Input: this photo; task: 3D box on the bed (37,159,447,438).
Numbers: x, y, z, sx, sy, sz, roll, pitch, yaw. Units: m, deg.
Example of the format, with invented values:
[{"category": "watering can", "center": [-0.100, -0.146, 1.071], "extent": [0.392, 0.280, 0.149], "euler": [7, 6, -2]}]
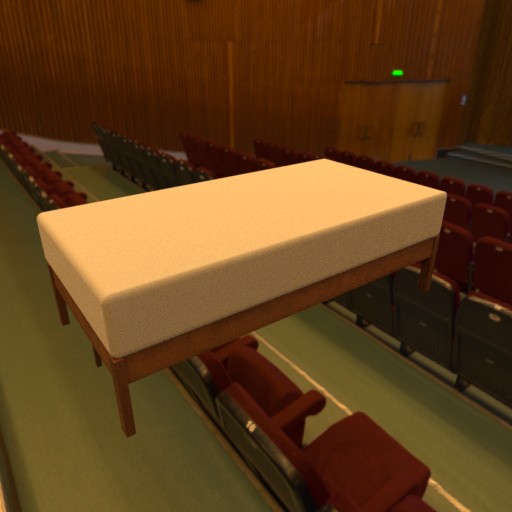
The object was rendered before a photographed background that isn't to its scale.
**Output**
[{"category": "bed", "center": [0.000, 0.000, 2.391], "extent": [1.902, 0.616, 0.961], "euler": [-17, 31, -32]}]
